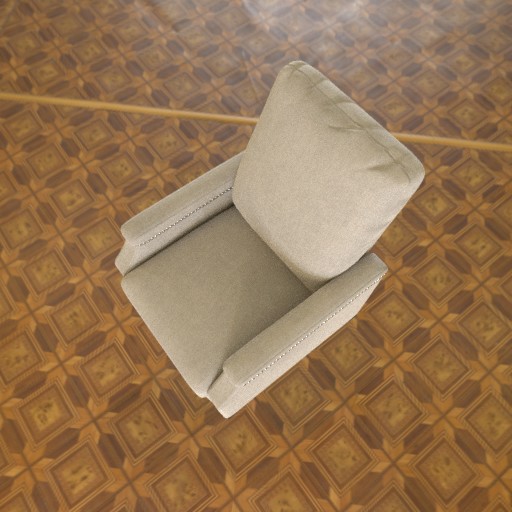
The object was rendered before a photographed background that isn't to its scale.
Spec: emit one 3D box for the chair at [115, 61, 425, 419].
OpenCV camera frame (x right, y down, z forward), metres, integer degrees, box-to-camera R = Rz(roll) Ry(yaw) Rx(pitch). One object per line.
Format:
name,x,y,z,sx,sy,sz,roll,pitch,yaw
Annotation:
chair,0.000,0.000,1.637,0.922,1.049,0.710,-35,70,-15
